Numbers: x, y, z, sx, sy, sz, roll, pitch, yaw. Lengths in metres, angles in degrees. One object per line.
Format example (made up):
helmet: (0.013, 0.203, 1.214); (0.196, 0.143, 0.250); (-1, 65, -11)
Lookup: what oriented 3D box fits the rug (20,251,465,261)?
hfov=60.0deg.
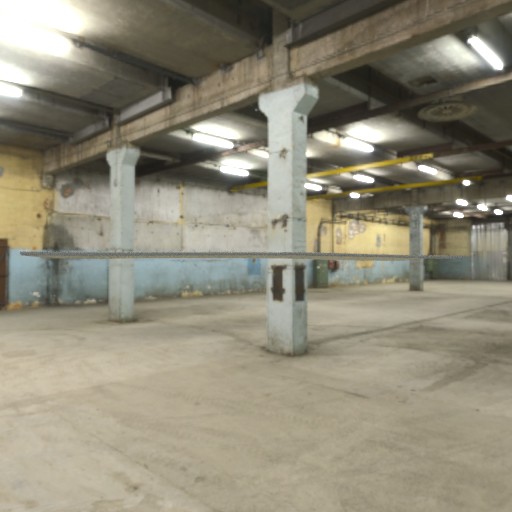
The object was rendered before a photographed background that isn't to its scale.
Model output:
rug: (0.000, 0.000, 2.569); (2.341, 0.037, 0.675); (0, -2, -16)
